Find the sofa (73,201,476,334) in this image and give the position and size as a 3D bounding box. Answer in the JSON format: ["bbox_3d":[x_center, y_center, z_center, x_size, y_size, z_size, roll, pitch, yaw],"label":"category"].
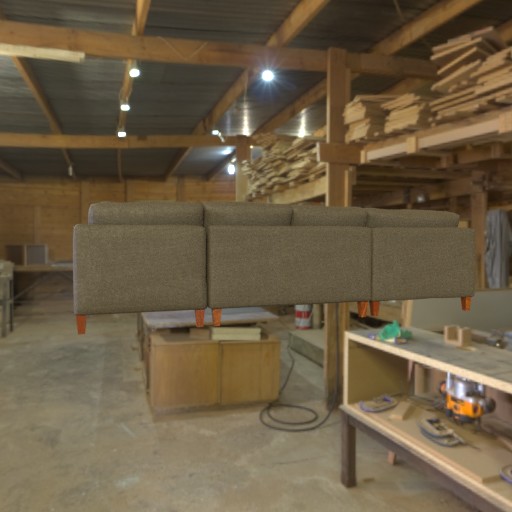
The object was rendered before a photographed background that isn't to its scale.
[{"bbox_3d":[0.000,0.000,4.731,3.460,0.961,2.594,-1,2,-18],"label":"sofa"}]
